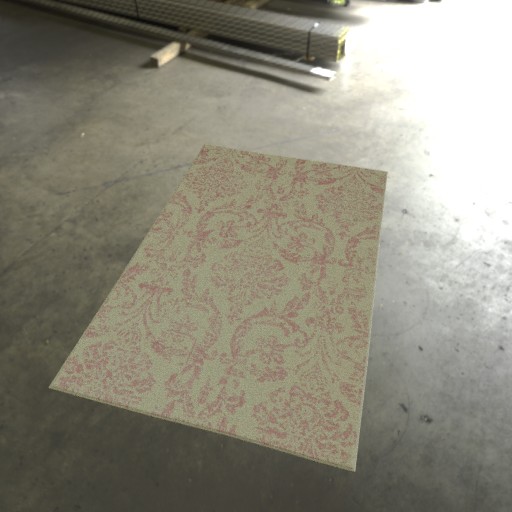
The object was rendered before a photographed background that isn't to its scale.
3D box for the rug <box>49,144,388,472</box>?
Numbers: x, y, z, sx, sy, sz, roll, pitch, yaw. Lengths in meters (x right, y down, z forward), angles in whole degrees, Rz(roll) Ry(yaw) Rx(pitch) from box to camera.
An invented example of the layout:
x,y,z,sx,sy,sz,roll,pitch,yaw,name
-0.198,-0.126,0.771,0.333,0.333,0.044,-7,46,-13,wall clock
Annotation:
x,y,z,sx,sy,sz,roll,pitch,yaw,name
0.000,0.000,2.271,1.219,0.012,1.839,11,47,10,rug
